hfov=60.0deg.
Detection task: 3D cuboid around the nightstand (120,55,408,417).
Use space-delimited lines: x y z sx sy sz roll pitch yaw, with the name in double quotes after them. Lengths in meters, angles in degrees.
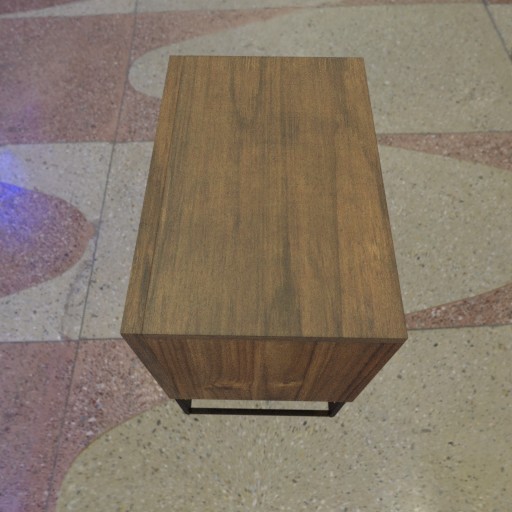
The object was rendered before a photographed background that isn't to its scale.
0.000 0.000 1.034 0.437 0.610 0.610 1 60 1 "nightstand"
